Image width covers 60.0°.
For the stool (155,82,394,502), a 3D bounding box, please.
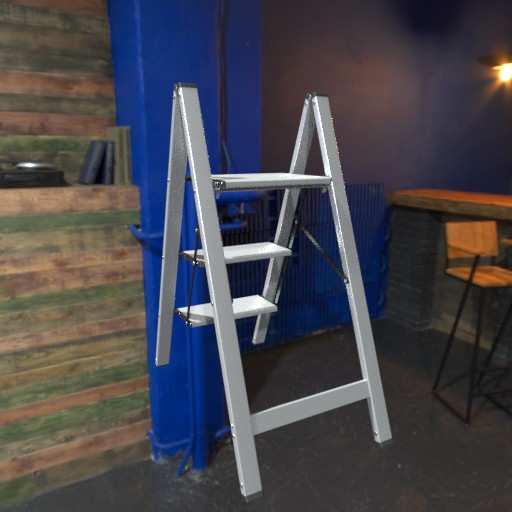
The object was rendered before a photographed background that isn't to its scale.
[{"bbox_3d":[0.000,0.000,1.271,0.441,0.902,0.730,-7,15,-27],"label":"stool"}]
